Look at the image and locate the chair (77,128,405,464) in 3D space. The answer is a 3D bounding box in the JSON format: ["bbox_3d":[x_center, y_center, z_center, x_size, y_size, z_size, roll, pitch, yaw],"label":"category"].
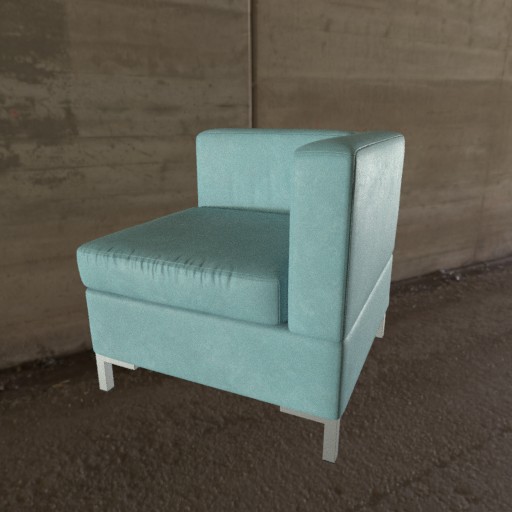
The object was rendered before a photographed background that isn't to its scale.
[{"bbox_3d":[0.000,0.000,1.221,0.680,0.660,0.680,8,19,23],"label":"chair"}]
